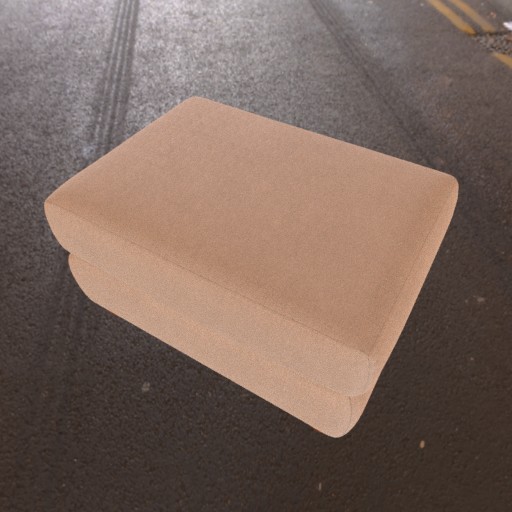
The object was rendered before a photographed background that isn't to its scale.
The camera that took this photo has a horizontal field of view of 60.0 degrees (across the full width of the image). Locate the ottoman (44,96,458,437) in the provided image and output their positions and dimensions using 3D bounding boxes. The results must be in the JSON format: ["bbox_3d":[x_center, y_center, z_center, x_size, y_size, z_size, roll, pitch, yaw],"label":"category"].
[{"bbox_3d":[0.000,0.000,1.110,0.773,0.499,0.569,24,51,21],"label":"ottoman"}]
